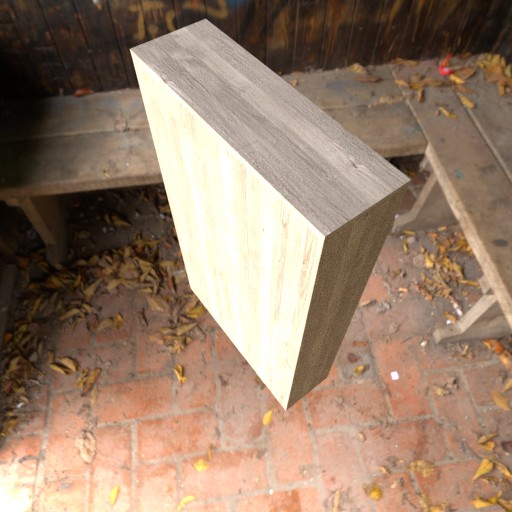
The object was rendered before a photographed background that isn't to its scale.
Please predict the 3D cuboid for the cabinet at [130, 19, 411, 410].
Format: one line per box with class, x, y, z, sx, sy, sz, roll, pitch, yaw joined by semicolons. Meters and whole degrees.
cabinet;0.000;0.000;1.562;0.250;1.280;0.750;-33;63;-19
